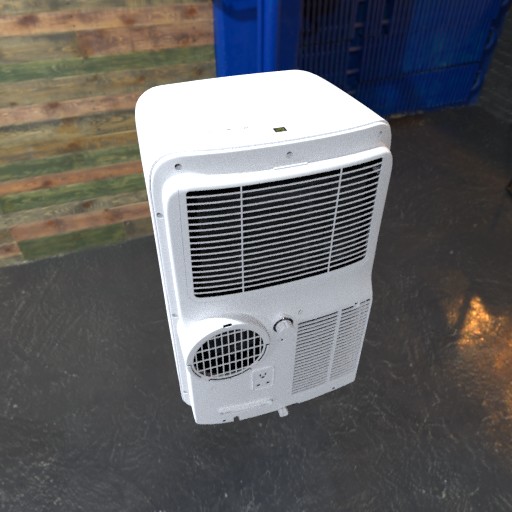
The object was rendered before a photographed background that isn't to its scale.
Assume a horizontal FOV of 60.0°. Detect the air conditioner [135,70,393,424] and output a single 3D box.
[{"bbox_3d":[0.000,0.000,1.065,0.478,0.765,0.467,-12,43,-14],"label":"air conditioner"}]
